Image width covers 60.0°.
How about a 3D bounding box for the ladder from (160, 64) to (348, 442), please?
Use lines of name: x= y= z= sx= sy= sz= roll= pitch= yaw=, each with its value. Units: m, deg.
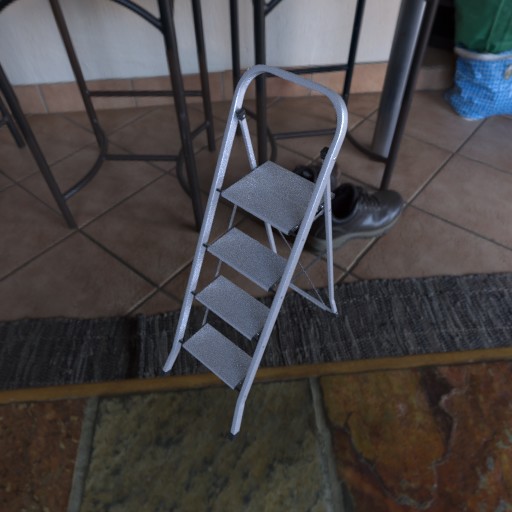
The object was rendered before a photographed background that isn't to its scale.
ladder: x=0.000 y=0.000 z=1.696 sx=0.465 sy=1.290 sz=0.830 roll=33 pitch=55 yaw=27
